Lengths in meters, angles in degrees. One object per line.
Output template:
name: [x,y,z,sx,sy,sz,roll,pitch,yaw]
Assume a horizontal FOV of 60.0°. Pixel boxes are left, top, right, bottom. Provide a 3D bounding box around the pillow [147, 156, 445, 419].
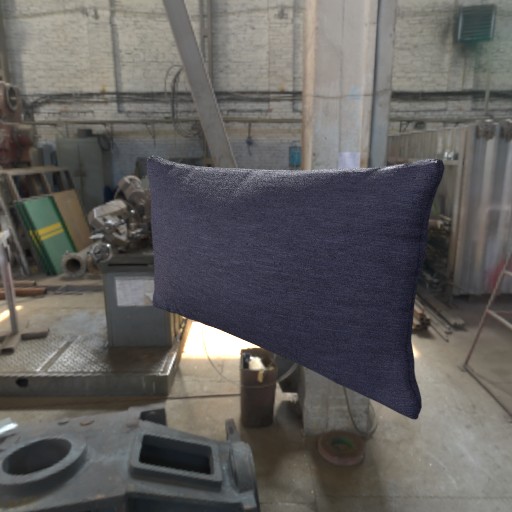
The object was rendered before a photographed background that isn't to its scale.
pillow: [0.000,0.000,0.773,0.633,0.338,0.210,13,18,43]
